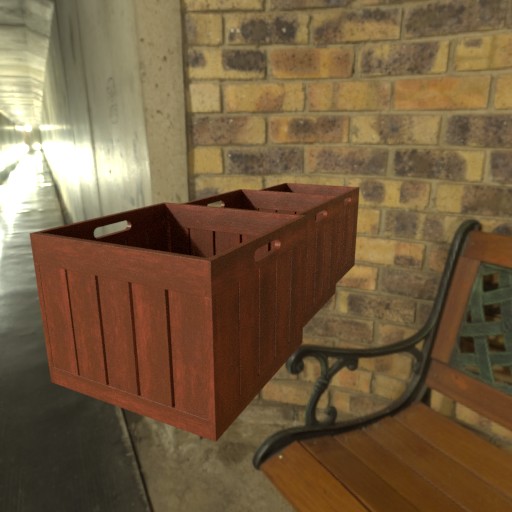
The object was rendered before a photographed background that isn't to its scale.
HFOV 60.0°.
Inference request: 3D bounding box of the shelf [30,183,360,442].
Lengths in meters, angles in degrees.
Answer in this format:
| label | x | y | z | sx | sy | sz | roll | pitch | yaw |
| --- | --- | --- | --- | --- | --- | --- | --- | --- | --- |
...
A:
| label | x | y | z | sx | sy | sz | roll | pitch | yaw |
| --- | --- | --- | --- | --- | --- | --- | --- | --- | --- |
| shelf | 0.000 | 0.000 | 1.228 | 0.393 | 0.311 | 1.064 | 8 | 18 | 26 |
